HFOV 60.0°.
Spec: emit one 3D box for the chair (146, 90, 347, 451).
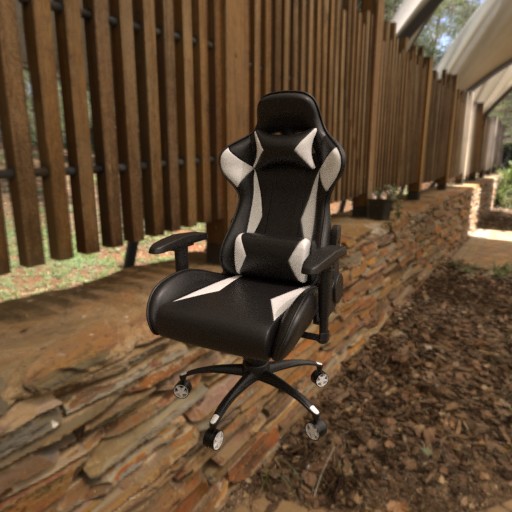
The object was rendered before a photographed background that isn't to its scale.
[{"bbox_3d":[0.000,0.000,1.740,0.730,1.285,0.695,7,15,27],"label":"chair"}]
